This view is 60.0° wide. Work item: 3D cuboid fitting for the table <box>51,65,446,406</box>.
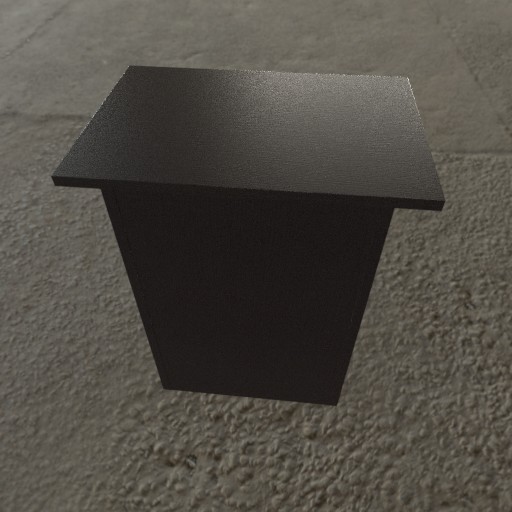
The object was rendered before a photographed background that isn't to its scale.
[{"bbox_3d":[0.000,0.000,1.053,0.589,0.711,0.408,4,46,4],"label":"table"}]
